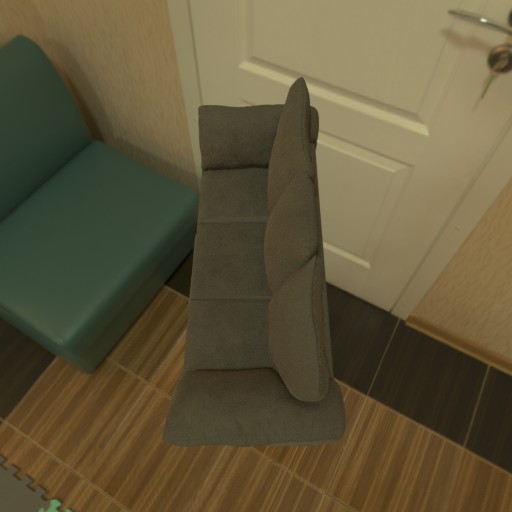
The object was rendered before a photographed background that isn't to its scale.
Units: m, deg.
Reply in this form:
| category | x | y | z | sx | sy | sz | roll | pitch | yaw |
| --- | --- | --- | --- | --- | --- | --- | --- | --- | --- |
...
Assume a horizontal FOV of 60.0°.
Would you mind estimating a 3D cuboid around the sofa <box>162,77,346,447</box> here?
| category | x | y | z | sx | sy | sz | roll | pitch | yaw |
| --- | --- | --- | --- | --- | --- | --- | --- | --- | --- |
| sofa | 0.000 | 0.000 | 2.856 | 0.878 | 1.073 | 2.336 | 1 | 59 | 0 |
